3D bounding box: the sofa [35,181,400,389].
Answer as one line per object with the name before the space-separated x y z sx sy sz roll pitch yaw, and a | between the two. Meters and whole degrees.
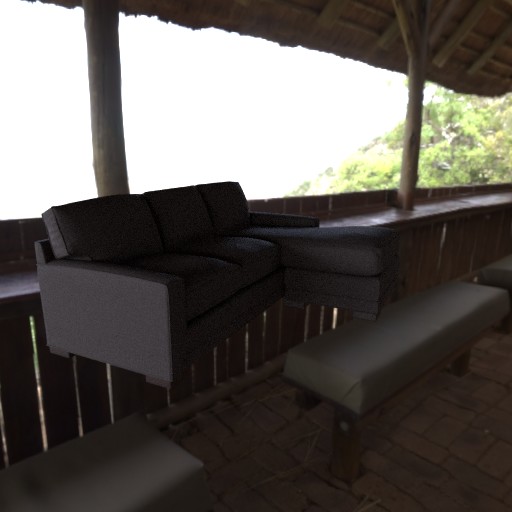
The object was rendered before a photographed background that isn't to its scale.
sofa | 0.000 0.000 3.327 1.790 0.973 2.370 7 16 26
